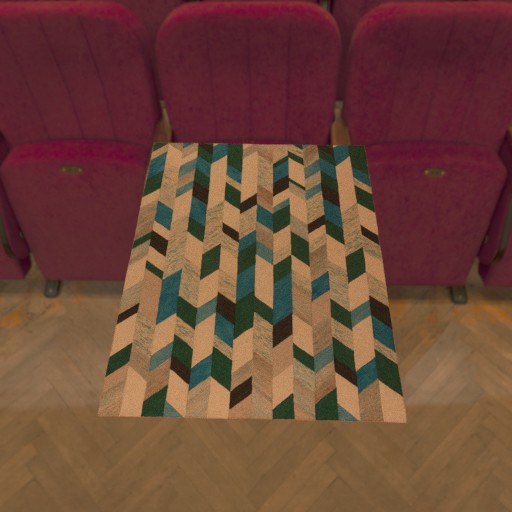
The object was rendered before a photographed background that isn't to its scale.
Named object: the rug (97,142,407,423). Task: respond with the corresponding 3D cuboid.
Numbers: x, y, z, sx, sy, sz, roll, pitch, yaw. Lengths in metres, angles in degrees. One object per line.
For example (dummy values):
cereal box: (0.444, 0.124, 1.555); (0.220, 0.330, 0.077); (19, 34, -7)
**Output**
rug: (0.000, 0.000, 4.282); (2.440, 0.008, 3.036); (1, 58, 1)
